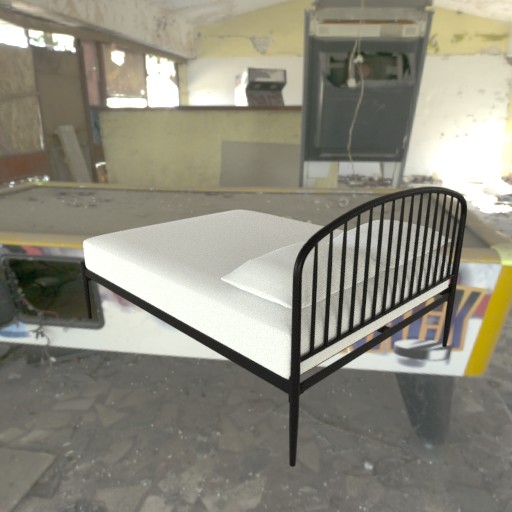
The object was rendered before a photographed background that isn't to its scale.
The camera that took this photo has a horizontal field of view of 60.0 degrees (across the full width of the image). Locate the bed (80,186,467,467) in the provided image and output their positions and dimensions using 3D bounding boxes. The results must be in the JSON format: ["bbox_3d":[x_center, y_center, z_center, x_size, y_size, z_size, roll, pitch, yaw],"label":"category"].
[{"bbox_3d":[0.000,0.000,3.092,1.618,1.166,2.159,-16,24,-41],"label":"bed"}]
